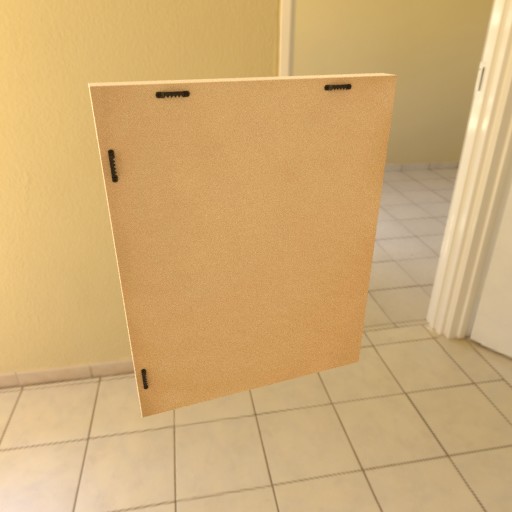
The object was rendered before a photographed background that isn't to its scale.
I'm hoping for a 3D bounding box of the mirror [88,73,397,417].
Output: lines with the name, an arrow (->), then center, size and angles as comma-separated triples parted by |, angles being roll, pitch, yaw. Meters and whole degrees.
mirror -> 0.000, 0.000, 0.681 | 0.405, 0.508, 0.041 | -9, 28, -17
